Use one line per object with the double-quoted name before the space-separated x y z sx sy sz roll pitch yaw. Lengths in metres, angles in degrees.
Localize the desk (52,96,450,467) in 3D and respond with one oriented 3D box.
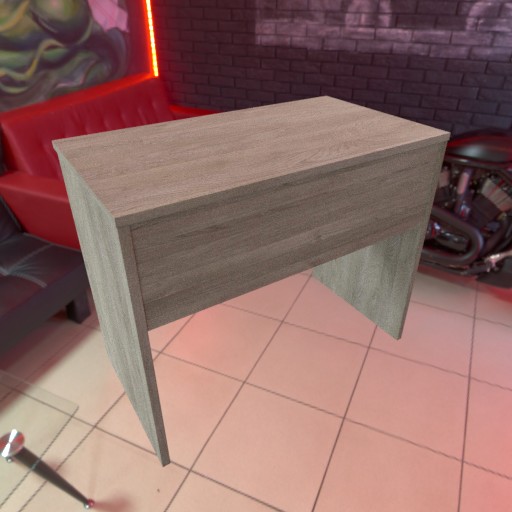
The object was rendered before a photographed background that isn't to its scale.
"desk" 0.000 0.000 1.328 0.893 0.724 0.498 -19 37 -27
